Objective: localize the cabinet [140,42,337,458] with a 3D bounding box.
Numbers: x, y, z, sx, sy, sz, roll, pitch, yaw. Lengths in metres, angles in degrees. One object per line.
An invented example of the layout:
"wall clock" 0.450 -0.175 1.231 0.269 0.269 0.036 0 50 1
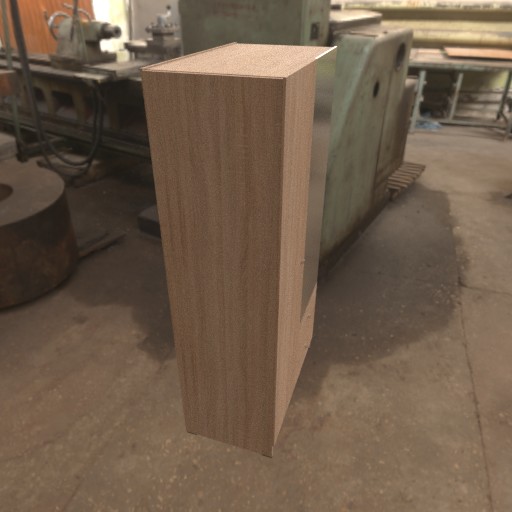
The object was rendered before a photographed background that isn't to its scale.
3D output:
"cabinet" 0.000 0.000 2.554 0.590 2.121 1.001 10 33 16
